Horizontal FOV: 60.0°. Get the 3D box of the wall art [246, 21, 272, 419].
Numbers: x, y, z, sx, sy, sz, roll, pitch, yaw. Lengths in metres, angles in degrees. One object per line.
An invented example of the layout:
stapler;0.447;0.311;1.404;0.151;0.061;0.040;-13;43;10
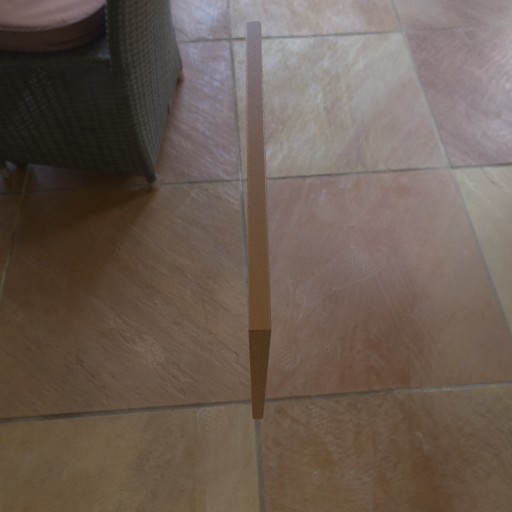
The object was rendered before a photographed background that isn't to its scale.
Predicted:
wall art;0.000;0.000;0.753;0.021;0.550;0.449;-1;62;0
